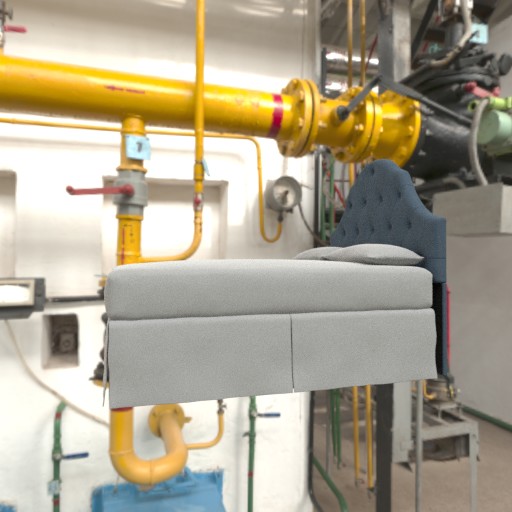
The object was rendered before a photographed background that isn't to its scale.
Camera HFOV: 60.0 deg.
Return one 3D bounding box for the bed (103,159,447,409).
[{"bbox_3d":[0.000,0.000,3.320,2.155,1.575,1.636,0,-1,-17],"label":"bed"}]
